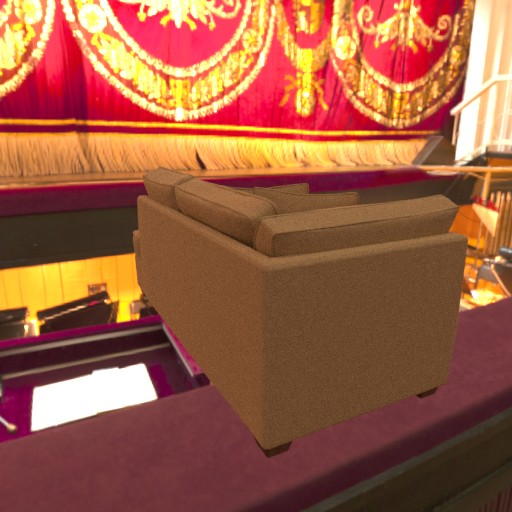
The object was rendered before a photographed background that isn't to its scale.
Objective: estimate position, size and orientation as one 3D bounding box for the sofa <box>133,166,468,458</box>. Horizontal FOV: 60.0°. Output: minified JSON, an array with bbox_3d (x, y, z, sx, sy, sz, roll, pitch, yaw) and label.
[{"bbox_3d":[0.000,0.000,2.806,1.110,1.033,2.237,-8,18,-26],"label":"sofa"}]
